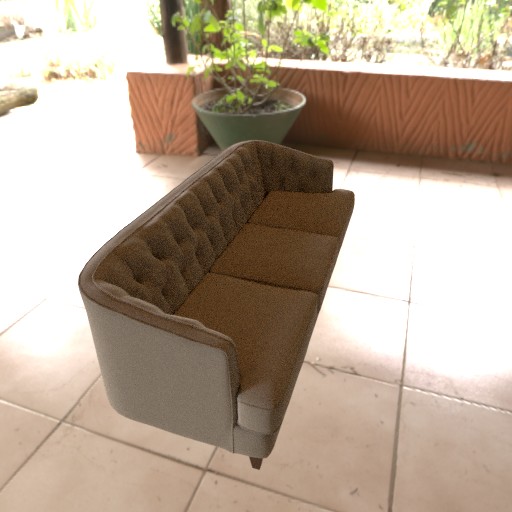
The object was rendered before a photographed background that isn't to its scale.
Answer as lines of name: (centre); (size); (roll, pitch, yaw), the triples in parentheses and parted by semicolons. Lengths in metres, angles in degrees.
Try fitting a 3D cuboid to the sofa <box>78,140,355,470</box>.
sofa: (0.000, 0.000, 2.709); (0.941, 0.855, 2.278); (10, 32, 16)
